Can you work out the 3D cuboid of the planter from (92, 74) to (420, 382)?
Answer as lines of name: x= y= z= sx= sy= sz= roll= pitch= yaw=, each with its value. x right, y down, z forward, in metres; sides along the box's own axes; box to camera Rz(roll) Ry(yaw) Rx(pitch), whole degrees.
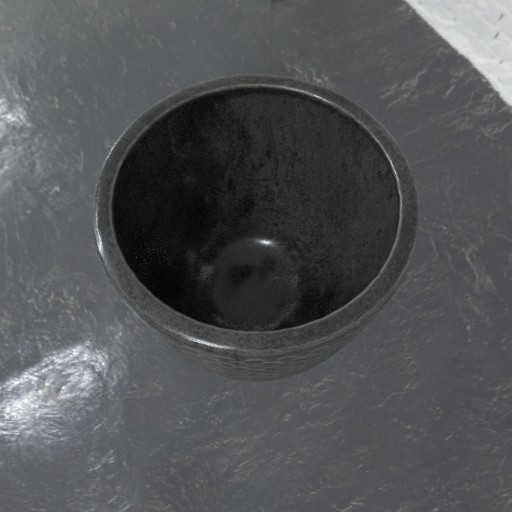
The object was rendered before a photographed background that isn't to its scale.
planter: x=0.000 y=0.000 z=0.245 sx=0.140 sy=0.129 sz=0.140 roll=0 pitch=65 yaw=0
